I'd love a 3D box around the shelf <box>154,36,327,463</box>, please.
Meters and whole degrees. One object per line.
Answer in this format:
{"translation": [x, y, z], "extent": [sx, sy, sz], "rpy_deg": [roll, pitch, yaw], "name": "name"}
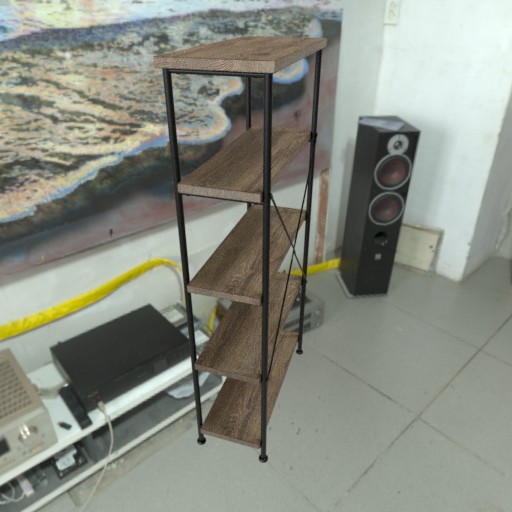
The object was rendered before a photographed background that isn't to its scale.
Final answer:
{"translation": [0.000, 0.000, 1.974], "extent": [0.360, 1.700, 0.800], "rpy_deg": [9, 31, 15], "name": "shelf"}
